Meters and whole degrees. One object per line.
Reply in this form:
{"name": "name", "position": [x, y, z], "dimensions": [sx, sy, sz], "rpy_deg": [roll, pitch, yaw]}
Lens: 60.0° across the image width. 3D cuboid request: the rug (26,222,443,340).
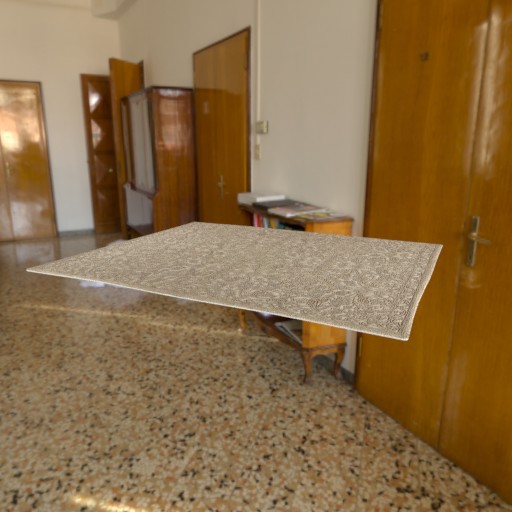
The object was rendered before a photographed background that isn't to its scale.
{"name": "rug", "position": [0.000, 0.000, 4.072], "dimensions": [3.017, 0.035, 2.472], "rpy_deg": [7, 16, 25]}
